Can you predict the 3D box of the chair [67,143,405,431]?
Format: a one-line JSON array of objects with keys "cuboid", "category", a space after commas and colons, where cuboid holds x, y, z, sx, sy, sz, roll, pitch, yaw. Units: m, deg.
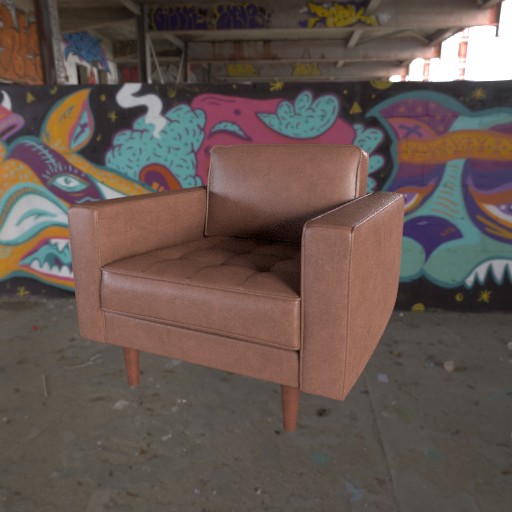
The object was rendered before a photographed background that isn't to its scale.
[{"cuboid": [0.000, 0.000, 1.565, 0.920, 0.770, 0.900, 7, 16, 25], "category": "chair"}]
